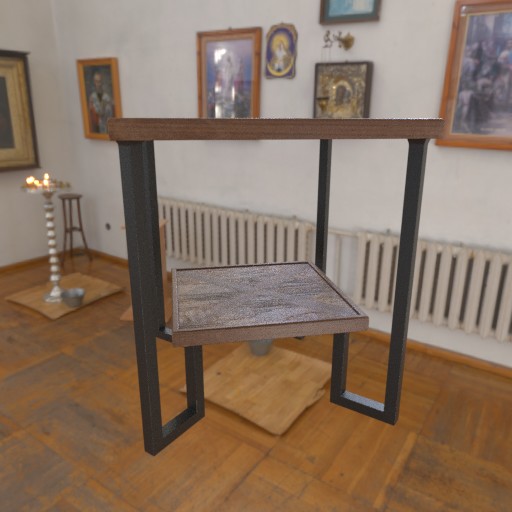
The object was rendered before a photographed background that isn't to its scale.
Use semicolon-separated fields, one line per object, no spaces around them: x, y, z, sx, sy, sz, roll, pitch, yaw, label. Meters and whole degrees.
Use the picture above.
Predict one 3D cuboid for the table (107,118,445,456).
0.000;0.000;0.958;0.503;0.563;0.503;-3;17;-10;table
